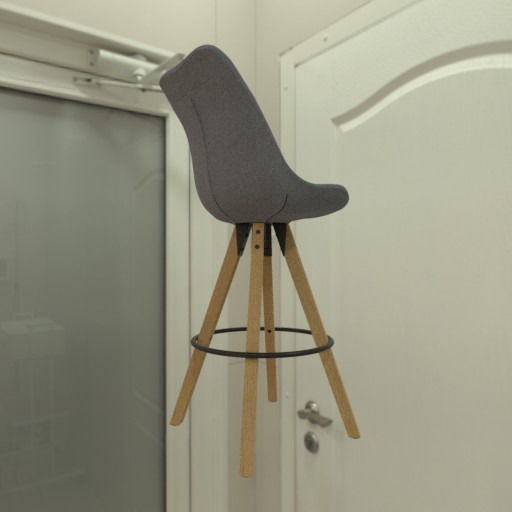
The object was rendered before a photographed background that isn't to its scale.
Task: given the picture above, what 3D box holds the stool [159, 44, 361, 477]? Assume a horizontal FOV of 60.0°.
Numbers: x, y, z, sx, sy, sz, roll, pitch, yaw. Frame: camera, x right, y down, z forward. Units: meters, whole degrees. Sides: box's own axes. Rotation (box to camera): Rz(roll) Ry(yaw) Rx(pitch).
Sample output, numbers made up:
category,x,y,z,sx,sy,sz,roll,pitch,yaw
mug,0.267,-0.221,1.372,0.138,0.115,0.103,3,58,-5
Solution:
category,x,y,z,sx,sy,sz,roll,pitch,yaw
stool,0.000,0.000,1.406,0.550,1.115,0.485,0,0,-35
